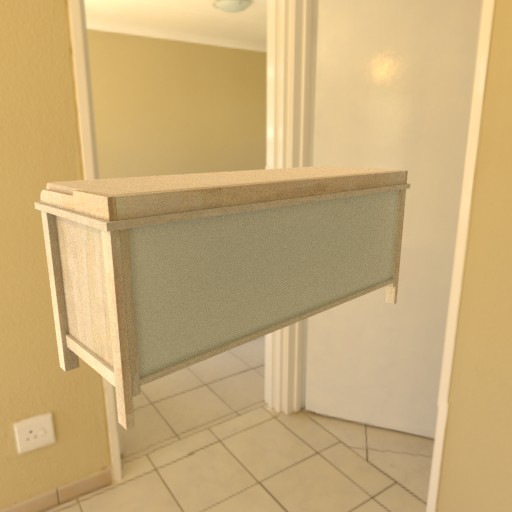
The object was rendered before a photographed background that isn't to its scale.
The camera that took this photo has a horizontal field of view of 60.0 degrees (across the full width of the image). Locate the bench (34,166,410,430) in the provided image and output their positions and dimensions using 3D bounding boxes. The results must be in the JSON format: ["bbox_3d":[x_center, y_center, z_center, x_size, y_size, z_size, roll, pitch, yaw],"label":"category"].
[{"bbox_3d":[0.000,0.000,1.391,1.140,0.501,0.398,-13,20,-42],"label":"bench"}]
